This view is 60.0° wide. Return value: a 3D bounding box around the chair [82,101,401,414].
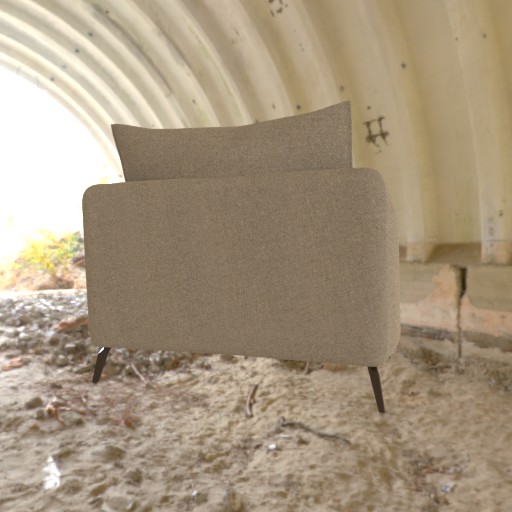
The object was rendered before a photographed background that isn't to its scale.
[{"bbox_3d":[0.000,0.000,1.661,1.029,0.856,0.801,0,0,18],"label":"chair"}]
